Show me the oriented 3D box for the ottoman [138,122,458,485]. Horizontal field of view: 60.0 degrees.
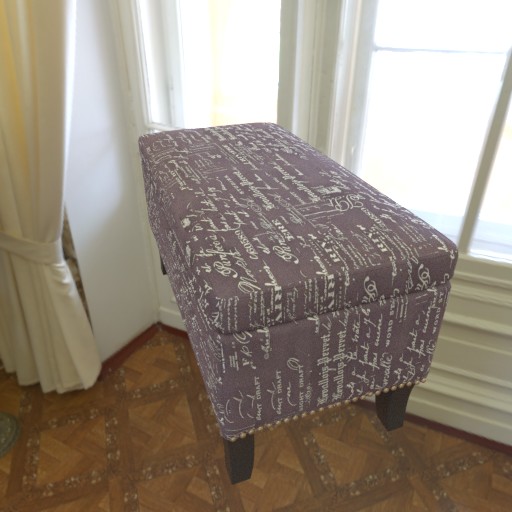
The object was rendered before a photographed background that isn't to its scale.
[{"bbox_3d":[0.000,0.000,1.046,0.406,0.457,0.813,-11,33,-17],"label":"ottoman"}]
